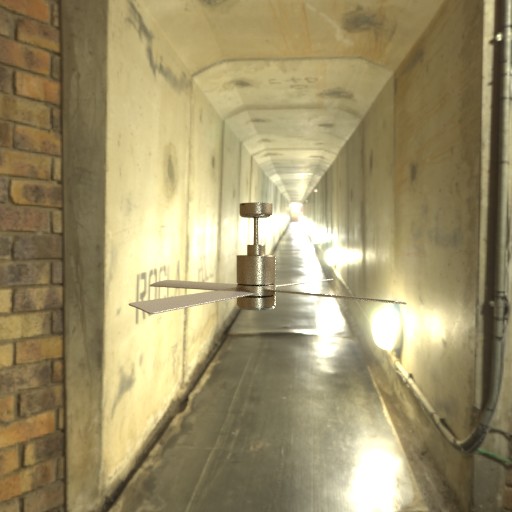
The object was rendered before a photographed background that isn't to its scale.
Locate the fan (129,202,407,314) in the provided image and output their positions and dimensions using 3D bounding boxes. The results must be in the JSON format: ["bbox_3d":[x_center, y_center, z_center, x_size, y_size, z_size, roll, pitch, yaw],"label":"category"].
[{"bbox_3d":[0.000,0.000,2.303,1.525,0.539,1.525,1,2,37],"label":"fan"}]
